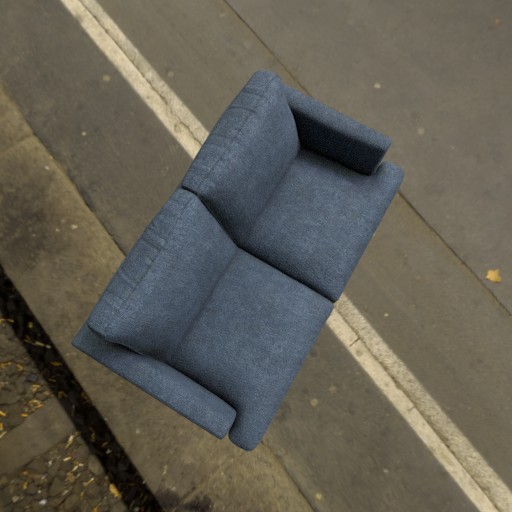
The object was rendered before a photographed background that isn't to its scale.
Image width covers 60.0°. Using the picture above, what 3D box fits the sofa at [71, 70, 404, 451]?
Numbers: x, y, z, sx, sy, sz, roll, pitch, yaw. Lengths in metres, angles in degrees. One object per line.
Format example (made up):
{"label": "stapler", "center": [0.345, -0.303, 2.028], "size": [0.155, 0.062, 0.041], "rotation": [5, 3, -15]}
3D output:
{"label": "sofa", "center": [0.000, 0.000, 2.172], "size": [0.903, 0.944, 1.582], "rotation": [30, 78, 7]}
